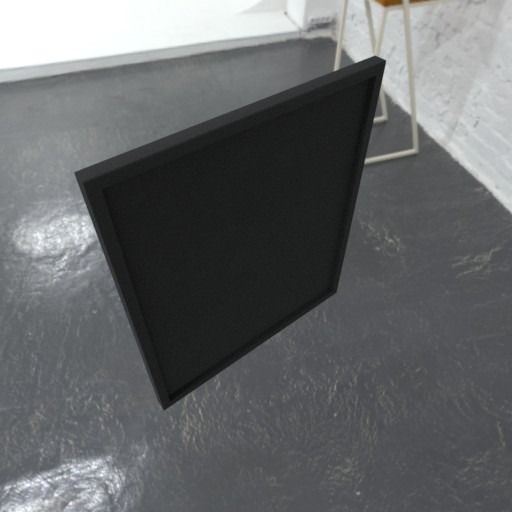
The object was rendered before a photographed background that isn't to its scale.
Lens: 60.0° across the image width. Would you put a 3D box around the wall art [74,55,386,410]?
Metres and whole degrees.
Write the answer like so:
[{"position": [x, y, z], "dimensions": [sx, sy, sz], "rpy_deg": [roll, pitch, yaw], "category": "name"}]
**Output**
[{"position": [0.000, 0.000, 0.700], "dimensions": [0.432, 0.508, 0.021], "rpy_deg": [-30, 54, -25], "category": "wall art"}]
